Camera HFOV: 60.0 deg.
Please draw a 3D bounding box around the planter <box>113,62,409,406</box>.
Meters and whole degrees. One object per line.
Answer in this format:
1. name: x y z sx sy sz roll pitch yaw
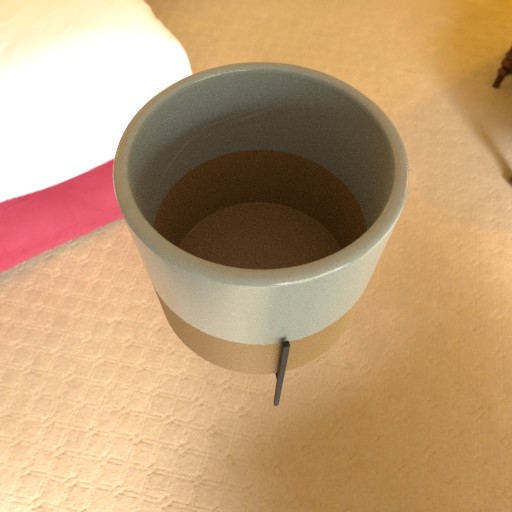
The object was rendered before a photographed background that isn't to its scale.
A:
1. planter: 0.000 0.000 0.723 0.360 0.480 0.348 17 61 10
